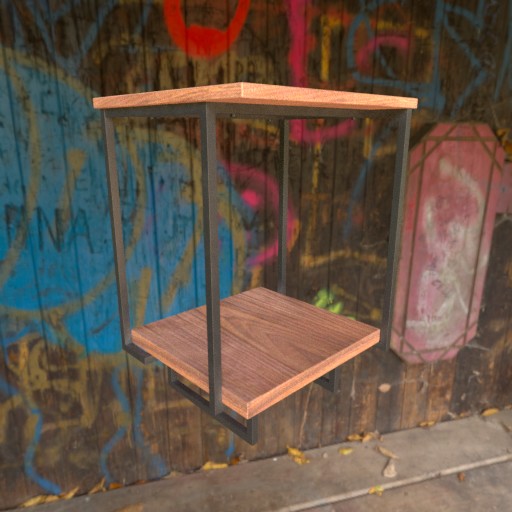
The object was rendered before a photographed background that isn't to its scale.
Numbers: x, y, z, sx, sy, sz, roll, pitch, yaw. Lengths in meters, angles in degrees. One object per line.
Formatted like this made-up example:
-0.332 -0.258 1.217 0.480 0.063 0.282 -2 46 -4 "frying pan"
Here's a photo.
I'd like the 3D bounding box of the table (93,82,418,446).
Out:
0.000 0.000 0.844 0.411 0.567 0.384 -15 22 -42 "table"
